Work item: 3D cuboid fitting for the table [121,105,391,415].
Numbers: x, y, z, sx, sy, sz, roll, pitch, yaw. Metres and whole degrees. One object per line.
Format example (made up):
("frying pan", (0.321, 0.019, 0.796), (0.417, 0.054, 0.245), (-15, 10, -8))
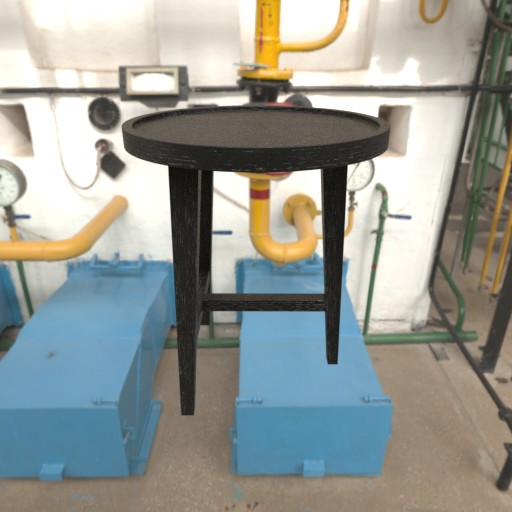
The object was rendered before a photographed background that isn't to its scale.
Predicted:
("table", (0.000, 0.000, 0.779), (0.399, 0.460, 0.399), (0, 25, 0))
